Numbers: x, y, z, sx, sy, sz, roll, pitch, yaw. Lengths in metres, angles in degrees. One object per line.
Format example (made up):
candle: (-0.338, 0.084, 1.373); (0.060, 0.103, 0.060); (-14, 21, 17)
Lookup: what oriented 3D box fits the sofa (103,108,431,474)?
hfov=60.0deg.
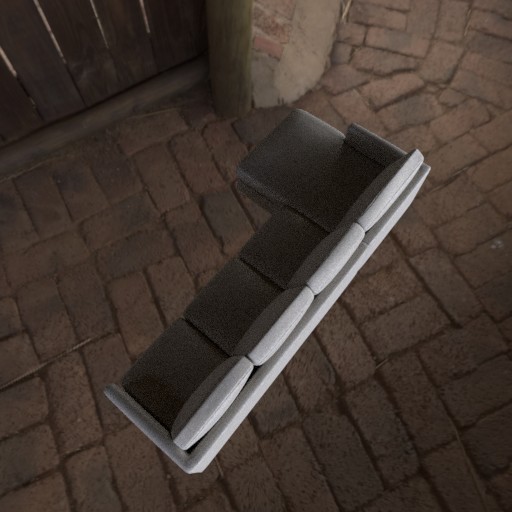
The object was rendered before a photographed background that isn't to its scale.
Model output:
sofa: (0.000, 0.000, 3.825); (1.502, 0.876, 3.201); (36, 70, 16)
